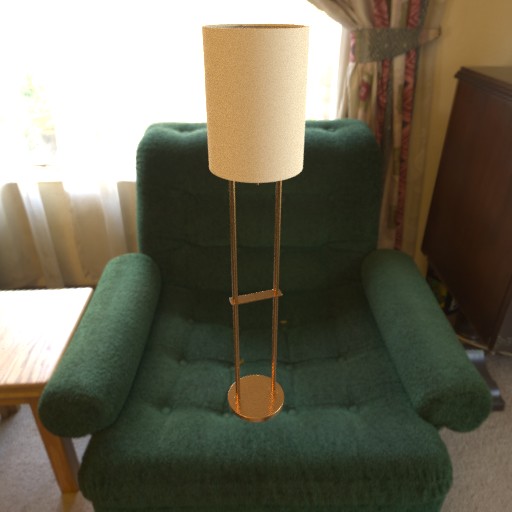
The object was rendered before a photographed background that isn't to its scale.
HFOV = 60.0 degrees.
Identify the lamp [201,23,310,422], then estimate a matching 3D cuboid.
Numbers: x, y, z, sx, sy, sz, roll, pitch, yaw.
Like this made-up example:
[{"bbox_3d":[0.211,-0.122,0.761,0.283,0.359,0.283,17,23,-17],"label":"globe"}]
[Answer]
[{"bbox_3d":[0.000,0.000,1.625,0.306,1.500,0.305,-10,32,-16],"label":"lamp"}]
